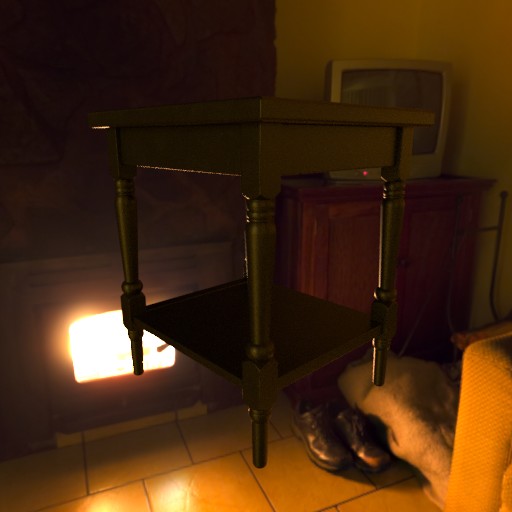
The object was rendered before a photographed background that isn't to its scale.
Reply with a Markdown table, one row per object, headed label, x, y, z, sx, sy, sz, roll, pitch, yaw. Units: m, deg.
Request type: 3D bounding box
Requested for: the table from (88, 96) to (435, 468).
| label | x | y | z | sx | sy | sz | roll | pitch | yaw |
| --- | --- | --- | --- | --- | --- | --- | --- | --- | --- |
| table | 0.000 | 0.000 | 0.908 | 0.442 | 0.565 | 0.488 | -14 | 20 | -41 |
